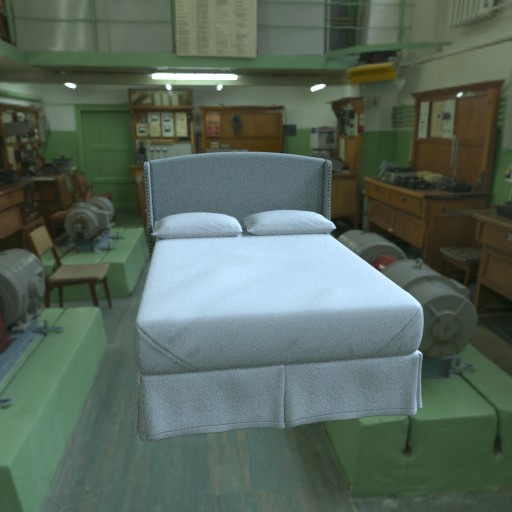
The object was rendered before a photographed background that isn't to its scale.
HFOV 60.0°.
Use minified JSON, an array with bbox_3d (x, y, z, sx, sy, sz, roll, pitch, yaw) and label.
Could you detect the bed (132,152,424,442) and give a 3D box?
[{"bbox_3d":[0.000,0.000,3.304,1.710,1.407,2.237,-2,16,-8],"label":"bed"}]
